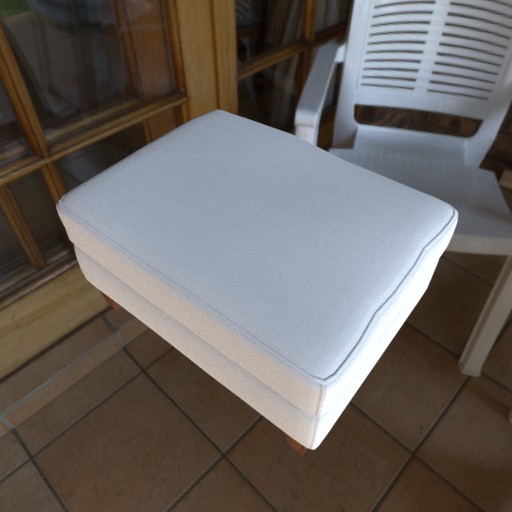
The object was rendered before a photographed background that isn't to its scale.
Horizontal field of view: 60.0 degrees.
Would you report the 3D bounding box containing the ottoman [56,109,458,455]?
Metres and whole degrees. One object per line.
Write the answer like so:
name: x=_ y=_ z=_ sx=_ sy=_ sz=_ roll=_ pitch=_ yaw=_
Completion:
ottoman: x=0.000 y=0.000 z=1.219 sx=0.818 sy=0.479 sz=0.634 roll=30 pitch=53 yaw=26
